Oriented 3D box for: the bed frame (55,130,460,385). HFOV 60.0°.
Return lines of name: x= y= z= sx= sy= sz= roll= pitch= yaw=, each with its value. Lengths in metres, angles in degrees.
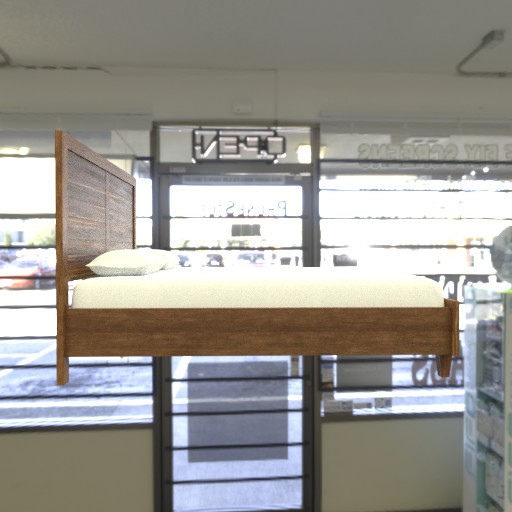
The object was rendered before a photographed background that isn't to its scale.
bed frame: x=0.000 y=0.000 z=3.336 sx=2.276 sy=1.417 sz=1.696 roll=0 pitch=1 yaw=-1
